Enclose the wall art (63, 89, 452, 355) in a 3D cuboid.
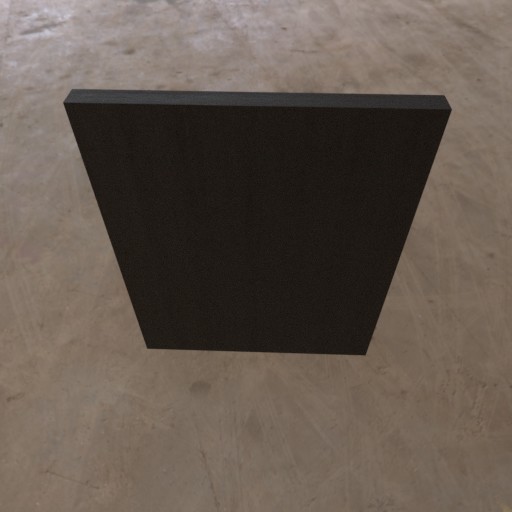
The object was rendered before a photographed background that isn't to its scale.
[{"bbox_3d":[0.000,0.000,0.732,0.455,0.552,0.034,1,47,1],"label":"wall art"}]
